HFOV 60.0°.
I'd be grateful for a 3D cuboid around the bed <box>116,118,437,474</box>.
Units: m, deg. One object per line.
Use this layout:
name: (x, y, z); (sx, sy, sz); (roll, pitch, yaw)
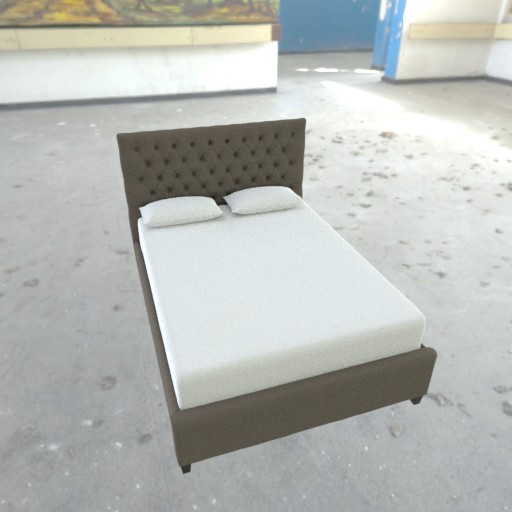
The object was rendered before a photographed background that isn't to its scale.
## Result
bed: (0.000, 0.000, 3.321); (1.696, 1.426, 2.233); (-10, 32, -16)
